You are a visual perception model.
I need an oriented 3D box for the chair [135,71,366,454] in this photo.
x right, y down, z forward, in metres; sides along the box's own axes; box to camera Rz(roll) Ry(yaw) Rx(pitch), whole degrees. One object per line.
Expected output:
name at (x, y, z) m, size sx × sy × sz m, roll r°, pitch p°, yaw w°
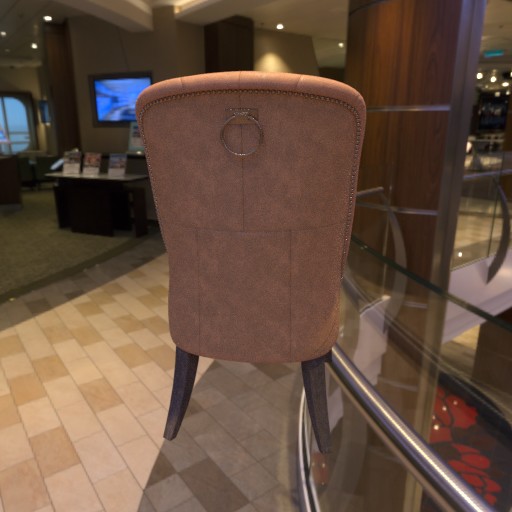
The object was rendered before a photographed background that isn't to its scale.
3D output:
chair at (0.000, 0.000, 1.486) m, size 0.634 × 1.091 × 0.629 m, roll 2°, pitch 17°, yaw 7°
